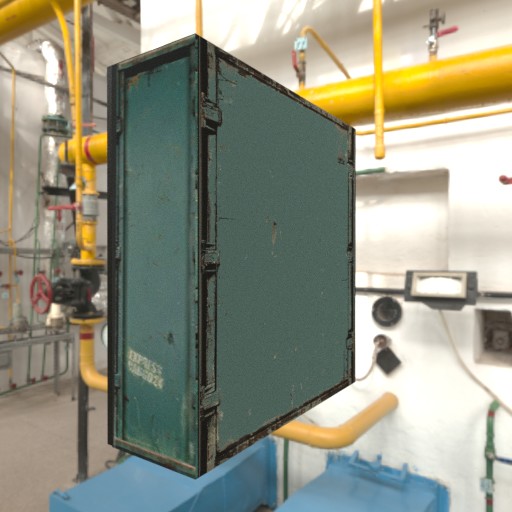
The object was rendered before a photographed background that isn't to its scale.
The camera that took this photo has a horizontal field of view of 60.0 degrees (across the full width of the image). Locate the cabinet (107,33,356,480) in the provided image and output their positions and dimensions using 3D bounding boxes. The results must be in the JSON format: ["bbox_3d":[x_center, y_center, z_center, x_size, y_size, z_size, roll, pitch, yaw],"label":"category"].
[{"bbox_3d":[0.000,0.000,3.157,0.680,2.160,2.000,0,0,35],"label":"cabinet"}]
